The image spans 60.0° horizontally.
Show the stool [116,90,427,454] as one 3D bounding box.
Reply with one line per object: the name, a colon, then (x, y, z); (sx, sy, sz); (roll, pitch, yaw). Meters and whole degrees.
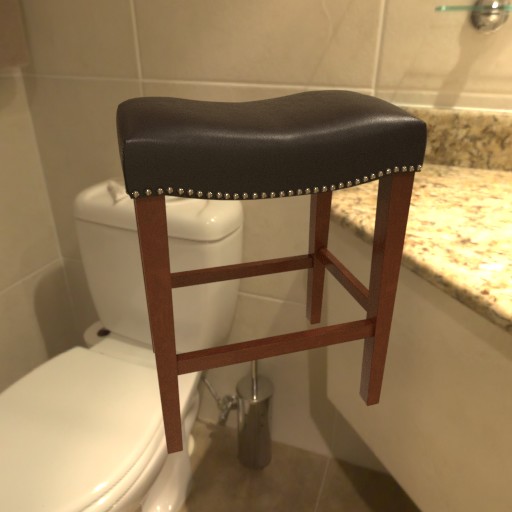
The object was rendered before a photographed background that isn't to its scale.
stool: (0.000, 0.000, 0.960); (0.504, 0.654, 0.372); (-8, 28, -15)
